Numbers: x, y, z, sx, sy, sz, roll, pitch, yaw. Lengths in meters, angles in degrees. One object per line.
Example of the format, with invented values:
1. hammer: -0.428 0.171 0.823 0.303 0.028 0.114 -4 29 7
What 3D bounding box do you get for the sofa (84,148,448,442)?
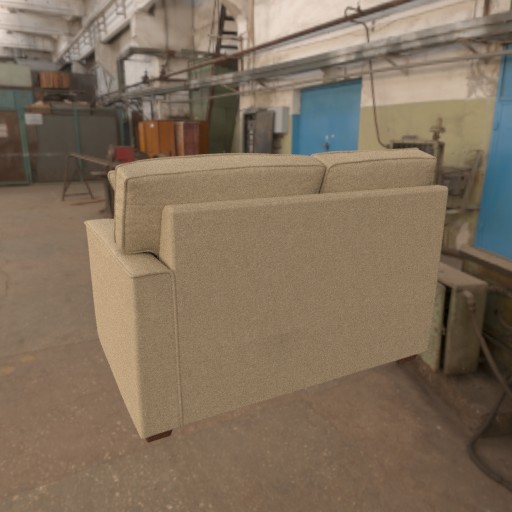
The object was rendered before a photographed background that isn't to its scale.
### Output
1. sofa: 0.000 0.000 2.085 1.388 0.989 0.991 -8 17 -26
